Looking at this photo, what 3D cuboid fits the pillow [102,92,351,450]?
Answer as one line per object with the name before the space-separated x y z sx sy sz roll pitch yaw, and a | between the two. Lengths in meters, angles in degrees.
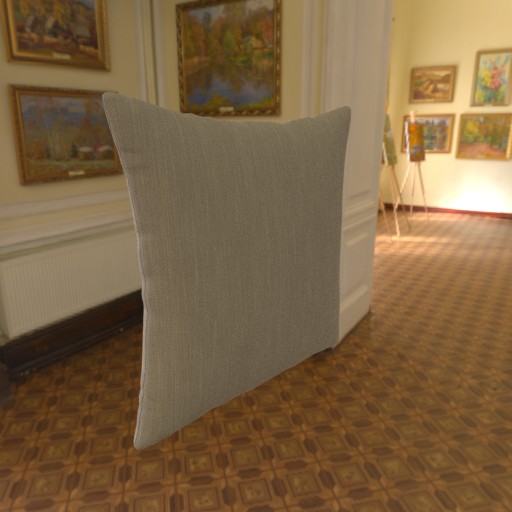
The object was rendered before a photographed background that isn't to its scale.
pillow | 0.000 0.000 0.767 0.511 0.509 0.161 -15 22 -42
